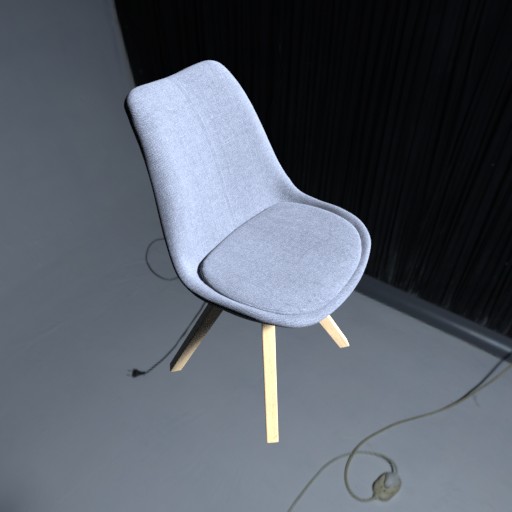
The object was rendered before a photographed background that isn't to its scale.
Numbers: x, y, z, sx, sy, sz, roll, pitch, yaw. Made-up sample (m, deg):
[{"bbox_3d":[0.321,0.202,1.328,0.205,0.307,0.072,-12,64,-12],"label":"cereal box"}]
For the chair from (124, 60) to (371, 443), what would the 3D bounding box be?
[{"bbox_3d":[0.000,0.000,1.192,0.550,0.850,0.485,27,48,27],"label":"chair"}]
